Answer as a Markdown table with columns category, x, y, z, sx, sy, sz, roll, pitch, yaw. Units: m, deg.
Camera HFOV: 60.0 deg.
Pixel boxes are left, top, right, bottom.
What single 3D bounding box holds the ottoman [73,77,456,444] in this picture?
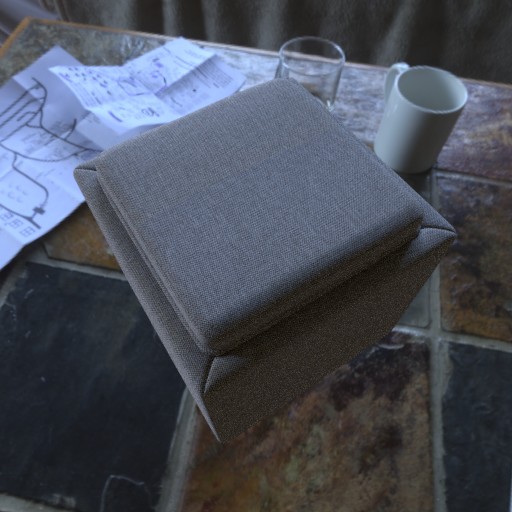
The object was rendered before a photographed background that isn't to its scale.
| category | x | y | z | sx | sy | sz | roll | pitch | yaw |
| --- | --- | --- | --- | --- | --- | --- | --- | --- | --- |
| ottoman | 0.000 | 0.000 | 0.844 | 0.450 | 0.460 | 0.450 | -29 | 63 | -16 |
